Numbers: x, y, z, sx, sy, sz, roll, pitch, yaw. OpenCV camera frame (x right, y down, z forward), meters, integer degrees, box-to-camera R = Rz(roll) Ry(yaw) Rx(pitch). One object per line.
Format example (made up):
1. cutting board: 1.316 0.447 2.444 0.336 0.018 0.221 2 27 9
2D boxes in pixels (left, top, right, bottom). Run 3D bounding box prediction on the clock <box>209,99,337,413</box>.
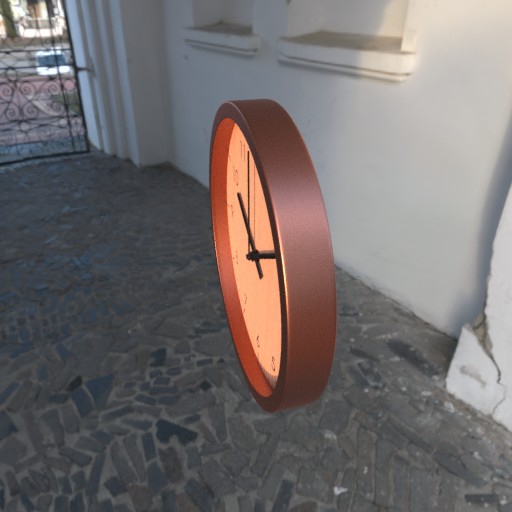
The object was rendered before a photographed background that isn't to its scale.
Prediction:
1. clock: 0.000 0.000 0.471 0.040 0.313 0.313 -8 31 -14
